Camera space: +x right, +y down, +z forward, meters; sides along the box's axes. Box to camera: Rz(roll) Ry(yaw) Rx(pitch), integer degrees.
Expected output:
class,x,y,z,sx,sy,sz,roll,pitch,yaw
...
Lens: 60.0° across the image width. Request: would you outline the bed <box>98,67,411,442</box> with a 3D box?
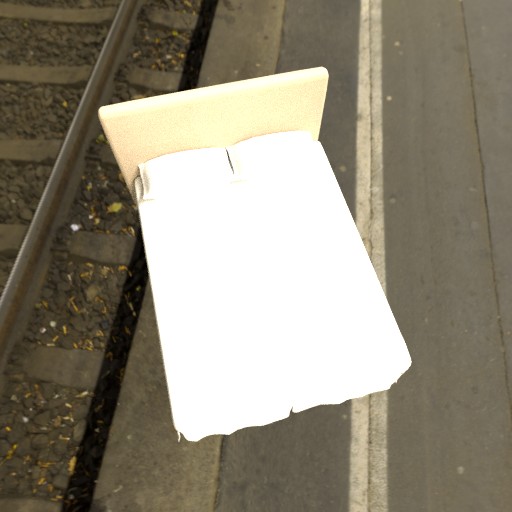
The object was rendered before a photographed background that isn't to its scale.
class,x,y,z,sx,sy,sz,roll,pitch,yaw
bed,0.000,0.000,3.228,1.723,1.330,2.142,-13,63,-7
